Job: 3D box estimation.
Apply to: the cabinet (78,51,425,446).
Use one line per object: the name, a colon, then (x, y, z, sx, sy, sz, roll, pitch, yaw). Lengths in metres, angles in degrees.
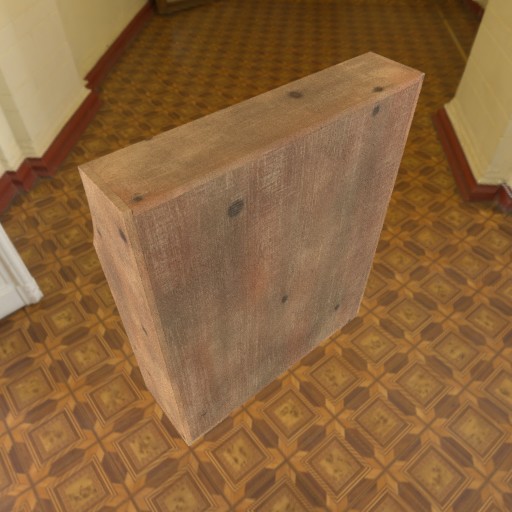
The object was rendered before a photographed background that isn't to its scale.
cabinet: (0.000, 0.000, 0.799, 0.489, 0.590, 0.184, -31, 54, -26)
